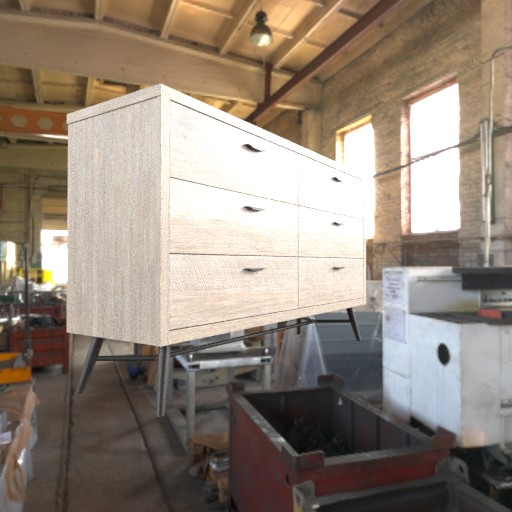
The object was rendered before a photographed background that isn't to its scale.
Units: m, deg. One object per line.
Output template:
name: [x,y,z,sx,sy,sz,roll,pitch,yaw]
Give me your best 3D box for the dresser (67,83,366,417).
dresser: [0.000,0.000,1.944,0.457,0.914,1.524,-1,-1,35]
